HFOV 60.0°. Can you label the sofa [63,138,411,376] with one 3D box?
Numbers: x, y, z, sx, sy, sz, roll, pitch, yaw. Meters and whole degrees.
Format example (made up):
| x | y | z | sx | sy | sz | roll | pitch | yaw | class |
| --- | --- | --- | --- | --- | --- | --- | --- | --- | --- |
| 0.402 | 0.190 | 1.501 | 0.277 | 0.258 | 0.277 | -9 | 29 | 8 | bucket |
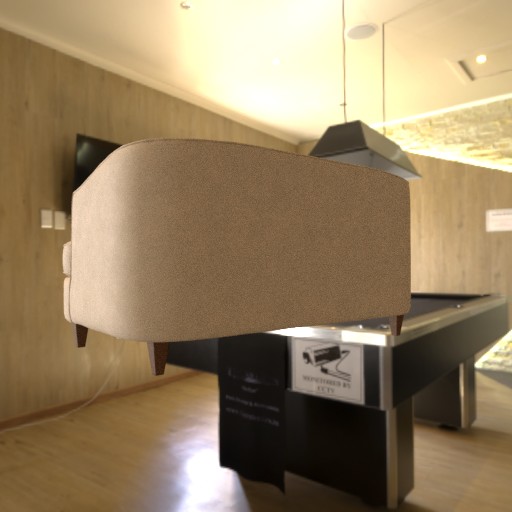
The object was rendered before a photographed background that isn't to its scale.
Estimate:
| x | y | z | sx | sy | sz | roll | pitch | yaw | class |
| --- | --- | --- | --- | --- | --- | --- | --- | --- | --- |
| 0.000 | 0.000 | 2.327 | 1.731 | 0.878 | 0.940 | 0 | -1 | -37 | sofa |
